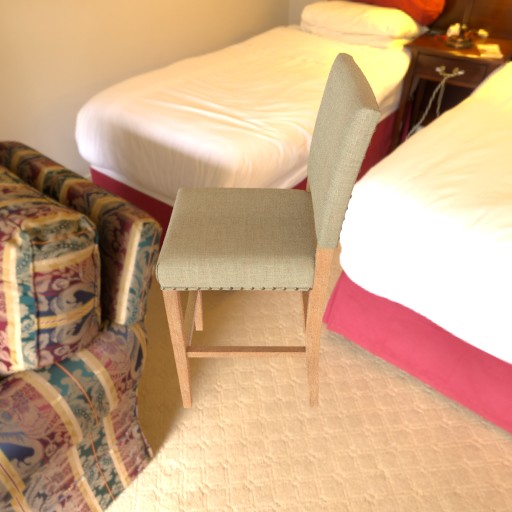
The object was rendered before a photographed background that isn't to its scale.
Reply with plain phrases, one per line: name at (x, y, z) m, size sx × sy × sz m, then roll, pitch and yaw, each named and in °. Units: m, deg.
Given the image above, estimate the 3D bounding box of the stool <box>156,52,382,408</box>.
stool at (0.000, 0.000, 1.521) m, size 0.585 × 1.203 × 0.445 m, roll 1°, pitch 40°, yaw 1°
